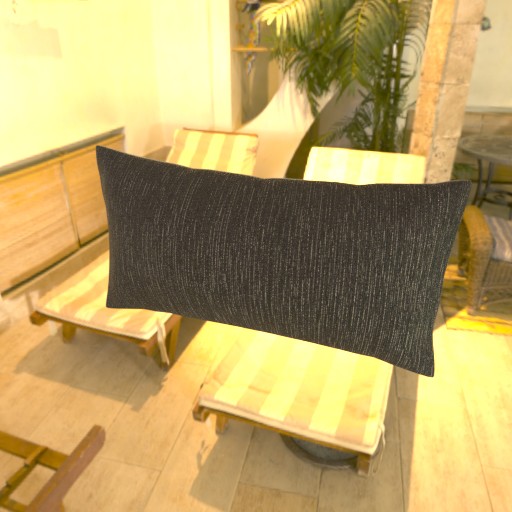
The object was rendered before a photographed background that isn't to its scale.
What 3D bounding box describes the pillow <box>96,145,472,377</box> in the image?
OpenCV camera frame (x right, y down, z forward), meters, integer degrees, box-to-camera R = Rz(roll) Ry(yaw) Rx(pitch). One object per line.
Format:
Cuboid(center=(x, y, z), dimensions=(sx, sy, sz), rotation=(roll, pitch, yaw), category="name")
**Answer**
Cuboid(center=(0.000, 0.000, 0.733), dimensions=(0.608, 0.305, 0.156), rotation=(9, 29, 16), category="pillow")
